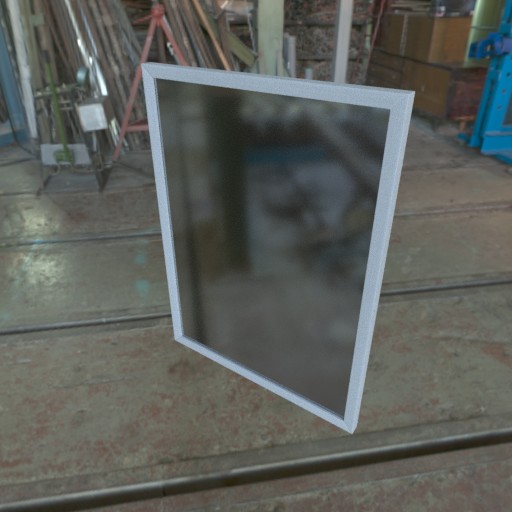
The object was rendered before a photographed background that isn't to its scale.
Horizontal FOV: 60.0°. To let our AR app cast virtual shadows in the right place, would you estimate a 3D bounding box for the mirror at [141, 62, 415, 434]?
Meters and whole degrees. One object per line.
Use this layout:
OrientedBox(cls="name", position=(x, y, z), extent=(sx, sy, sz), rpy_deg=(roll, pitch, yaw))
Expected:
OrientedBox(cls="mirror", position=(0.000, 0.000, 1.329), extent=(0.762, 1.016, 0.040), rpy_deg=(20, 36, 30))
